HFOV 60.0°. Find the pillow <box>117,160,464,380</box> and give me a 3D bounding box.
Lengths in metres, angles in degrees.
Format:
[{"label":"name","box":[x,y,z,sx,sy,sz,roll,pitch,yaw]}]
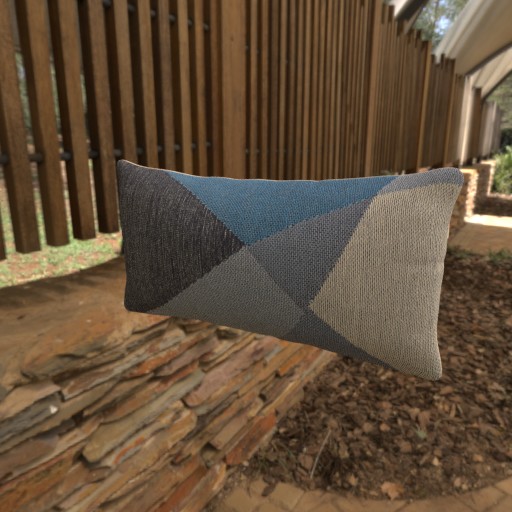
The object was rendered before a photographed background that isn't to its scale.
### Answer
[{"label":"pillow","box":[0.000,0.000,0.739,0.604,0.307,0.148,8,17,26]}]
